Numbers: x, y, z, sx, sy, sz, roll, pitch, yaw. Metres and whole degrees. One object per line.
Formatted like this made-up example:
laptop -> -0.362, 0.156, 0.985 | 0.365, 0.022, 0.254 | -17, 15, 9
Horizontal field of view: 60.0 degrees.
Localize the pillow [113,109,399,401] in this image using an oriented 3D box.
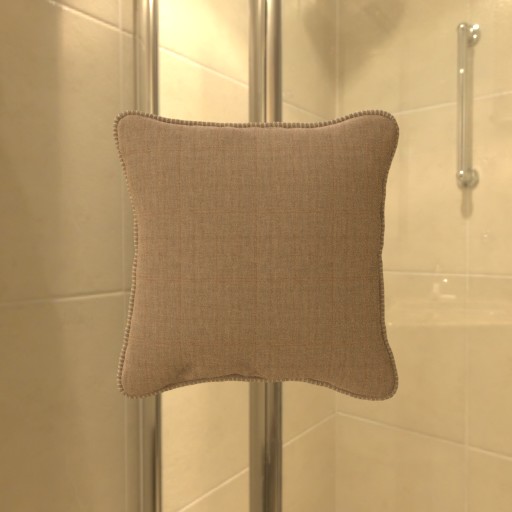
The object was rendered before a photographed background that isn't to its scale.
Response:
pillow -> 0.000, 0.000, 0.754 | 0.485, 0.494, 0.124 | 0, 1, 1
